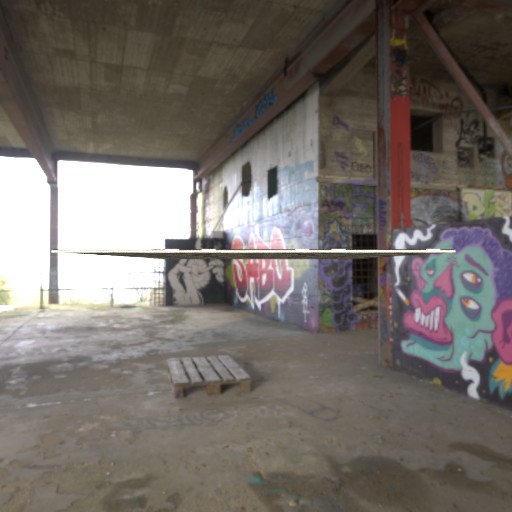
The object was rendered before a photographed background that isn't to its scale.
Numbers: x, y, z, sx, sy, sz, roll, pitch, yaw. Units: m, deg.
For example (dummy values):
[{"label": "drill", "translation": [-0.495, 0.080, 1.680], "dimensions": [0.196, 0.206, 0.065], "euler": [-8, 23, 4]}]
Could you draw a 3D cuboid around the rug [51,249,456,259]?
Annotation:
[{"label": "rug", "translation": [0.000, 0.000, 4.219], "dimensions": [2.466, 0.021, 3.049], "euler": [0, -1, 1]}]
